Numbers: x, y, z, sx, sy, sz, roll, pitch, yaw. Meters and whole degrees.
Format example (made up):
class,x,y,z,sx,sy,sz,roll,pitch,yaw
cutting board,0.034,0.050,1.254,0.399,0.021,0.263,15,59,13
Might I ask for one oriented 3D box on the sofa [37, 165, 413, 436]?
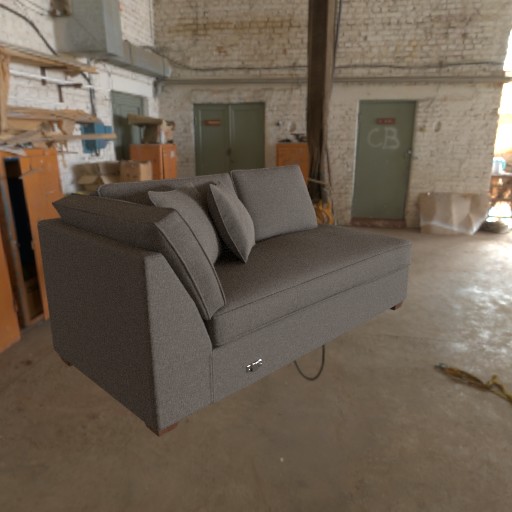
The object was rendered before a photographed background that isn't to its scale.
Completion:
class,x,y,z,sx,sy,sz,roll,pitch,yaw
sofa,0.000,0.000,2.831,1.110,1.033,2.237,15,21,43
